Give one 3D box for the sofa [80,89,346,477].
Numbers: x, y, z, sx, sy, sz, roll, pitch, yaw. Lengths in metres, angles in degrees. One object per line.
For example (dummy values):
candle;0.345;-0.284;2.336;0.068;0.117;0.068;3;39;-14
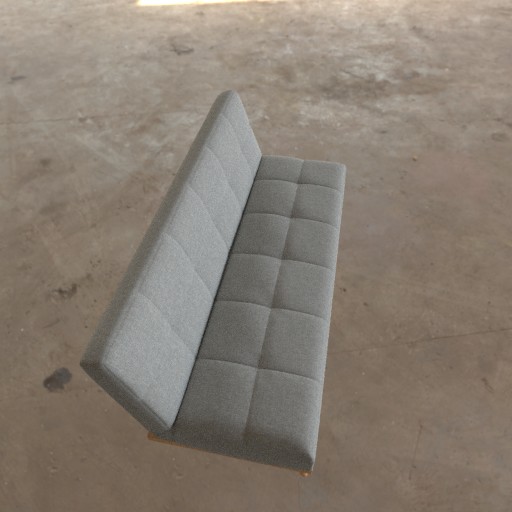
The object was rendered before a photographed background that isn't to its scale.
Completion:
sofa;0.000;0.000;2.200;0.800;0.800;1.820;8;48;8
